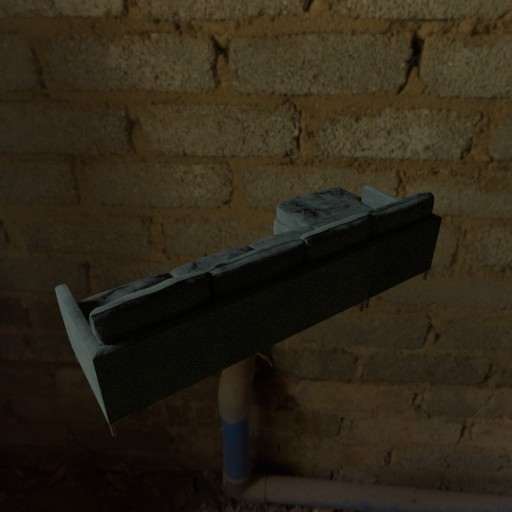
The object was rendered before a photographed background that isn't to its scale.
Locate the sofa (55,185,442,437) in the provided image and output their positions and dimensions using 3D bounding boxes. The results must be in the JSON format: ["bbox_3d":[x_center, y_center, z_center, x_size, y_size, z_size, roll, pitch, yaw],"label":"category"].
[{"bbox_3d":[0.000,0.000,4.090,3.400,0.967,1.500,-20,37,-29],"label":"sofa"}]
